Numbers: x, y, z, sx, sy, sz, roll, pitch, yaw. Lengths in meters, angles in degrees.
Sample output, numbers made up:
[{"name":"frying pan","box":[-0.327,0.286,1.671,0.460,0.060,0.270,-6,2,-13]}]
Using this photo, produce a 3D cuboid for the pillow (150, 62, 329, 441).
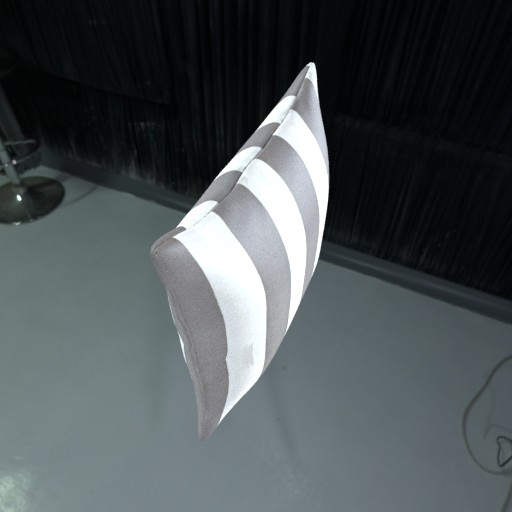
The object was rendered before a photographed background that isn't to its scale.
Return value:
[{"name":"pillow","box":[0.000,0.000,0.803,0.192,0.507,0.522,17,49,16]}]
